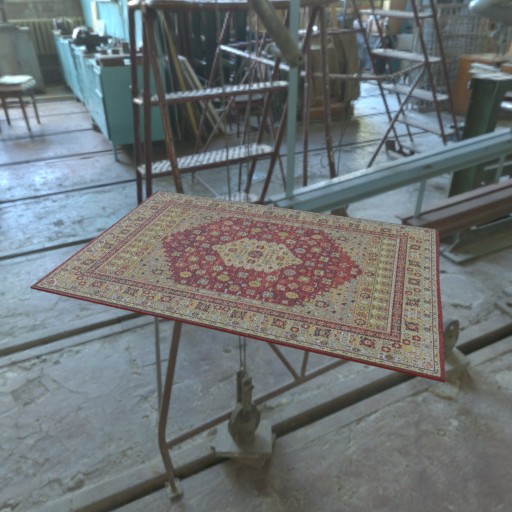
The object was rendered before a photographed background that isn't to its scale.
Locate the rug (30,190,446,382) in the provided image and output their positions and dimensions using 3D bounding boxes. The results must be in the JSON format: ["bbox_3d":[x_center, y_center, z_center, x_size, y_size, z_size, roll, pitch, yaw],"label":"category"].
[{"bbox_3d":[0.000,0.000,2.285,1.802,0.013,1.194,10,33,16],"label":"rug"}]
